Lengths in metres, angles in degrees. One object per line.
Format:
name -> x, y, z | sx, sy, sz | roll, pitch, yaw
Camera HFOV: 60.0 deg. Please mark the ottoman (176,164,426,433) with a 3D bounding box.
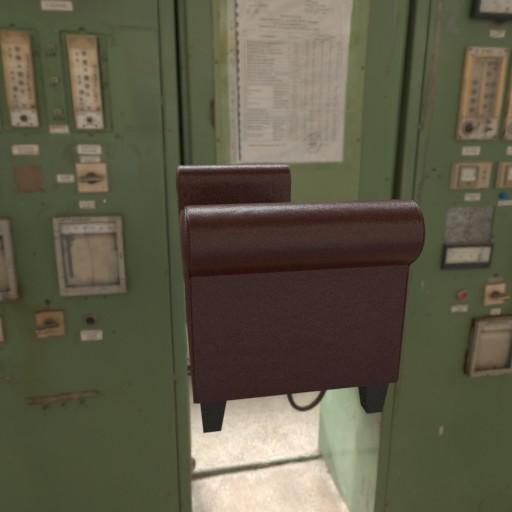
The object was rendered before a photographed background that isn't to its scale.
ottoman -> 0.000, 0.000, 1.544 | 0.521, 0.547, 1.256 | -3, 16, -10
